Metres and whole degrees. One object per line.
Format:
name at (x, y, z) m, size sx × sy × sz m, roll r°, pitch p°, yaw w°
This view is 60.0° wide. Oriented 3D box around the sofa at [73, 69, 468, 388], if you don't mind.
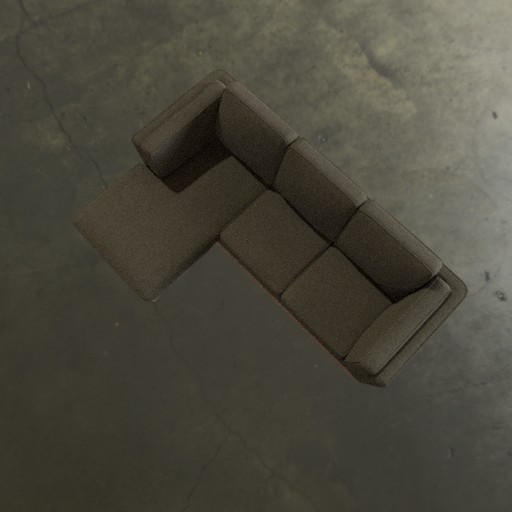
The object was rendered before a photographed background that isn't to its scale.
sofa at (0.000, 0.000, 3.207) m, size 1.604 × 0.929 × 2.411 m, roll -44°, pitch 79°, yaw -11°
